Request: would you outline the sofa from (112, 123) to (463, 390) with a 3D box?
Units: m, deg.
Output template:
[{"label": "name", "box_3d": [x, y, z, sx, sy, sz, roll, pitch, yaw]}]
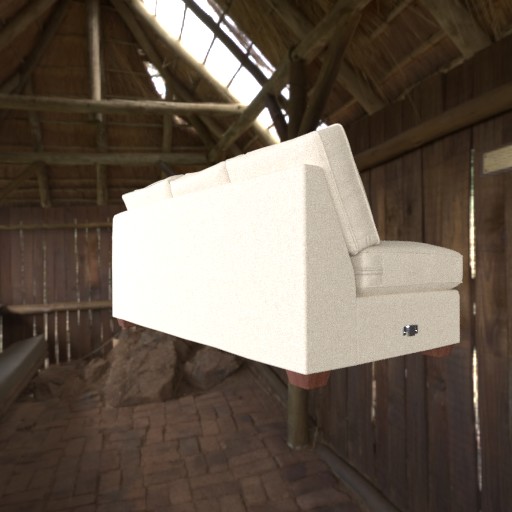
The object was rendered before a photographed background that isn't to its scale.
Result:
[{"label": "sofa", "box_3d": [0.000, 0.000, 2.556, 1.034, 0.946, 1.963, 0, -1, -36]}]
